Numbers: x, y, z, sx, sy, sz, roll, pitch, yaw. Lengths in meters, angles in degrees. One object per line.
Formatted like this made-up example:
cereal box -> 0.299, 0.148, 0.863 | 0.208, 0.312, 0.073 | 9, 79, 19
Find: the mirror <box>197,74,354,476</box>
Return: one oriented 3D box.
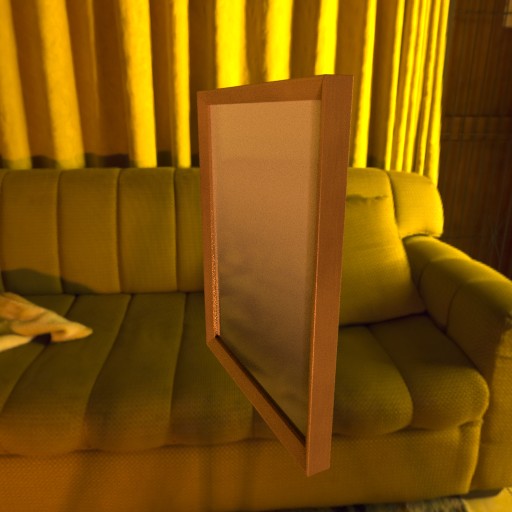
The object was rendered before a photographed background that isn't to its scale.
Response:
mirror -> 0.000, 0.000, 0.707 | 0.041, 0.509, 0.406 | -8, 20, -25
